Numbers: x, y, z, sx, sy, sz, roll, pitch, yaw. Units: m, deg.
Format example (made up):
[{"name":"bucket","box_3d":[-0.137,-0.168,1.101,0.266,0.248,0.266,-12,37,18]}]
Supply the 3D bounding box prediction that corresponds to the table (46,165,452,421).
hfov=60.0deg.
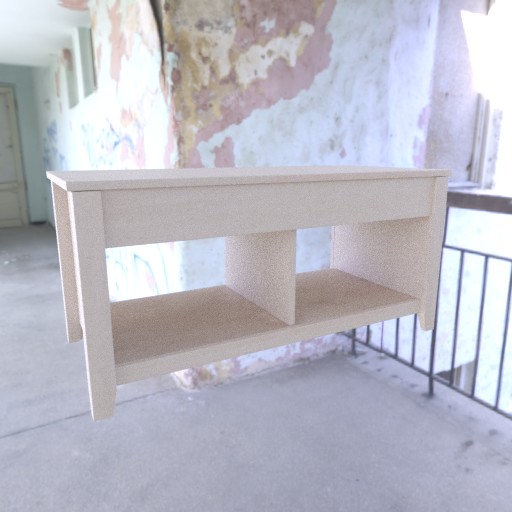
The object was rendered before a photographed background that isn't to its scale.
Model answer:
[{"name":"table","box_3d":[0.000,0.000,1.271,1.016,0.483,0.457,-7,15,-28]}]
